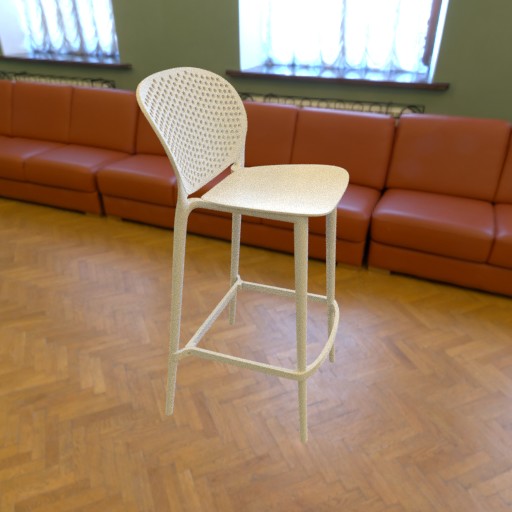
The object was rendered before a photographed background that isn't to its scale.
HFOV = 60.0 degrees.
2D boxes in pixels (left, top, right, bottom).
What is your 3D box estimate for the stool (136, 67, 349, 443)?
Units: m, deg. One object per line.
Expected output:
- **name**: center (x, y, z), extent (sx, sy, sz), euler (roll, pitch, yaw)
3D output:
- **stool**: center (0.000, 0.000, 1.371), extent (0.535, 1.045, 0.536), euler (11, 32, 19)
